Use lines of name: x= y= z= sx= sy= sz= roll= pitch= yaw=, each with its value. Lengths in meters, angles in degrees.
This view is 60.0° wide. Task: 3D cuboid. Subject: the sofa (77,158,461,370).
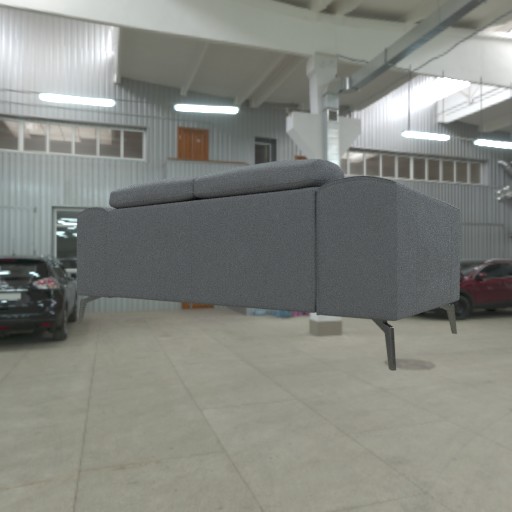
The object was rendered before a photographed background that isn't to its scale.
sofa: x=0.000 y=0.000 z=2.407 sx=1.895 sy=0.779 sz=1.003 roll=0 pitch=-1 yaw=36
